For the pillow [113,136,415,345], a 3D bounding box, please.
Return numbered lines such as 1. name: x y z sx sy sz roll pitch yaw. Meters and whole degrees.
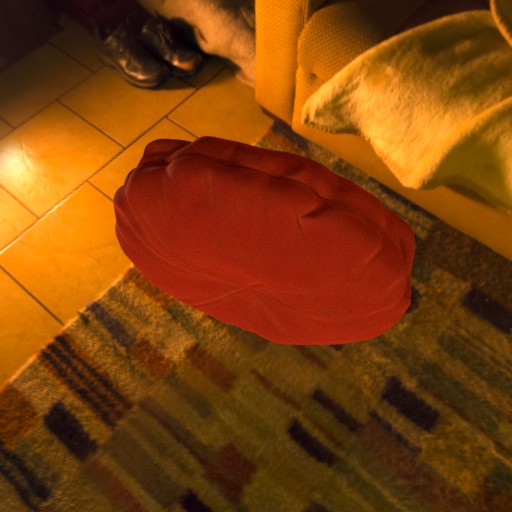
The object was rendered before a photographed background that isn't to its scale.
1. pillow: 0.000 0.000 0.627 0.428 0.407 0.148 17 64 9
